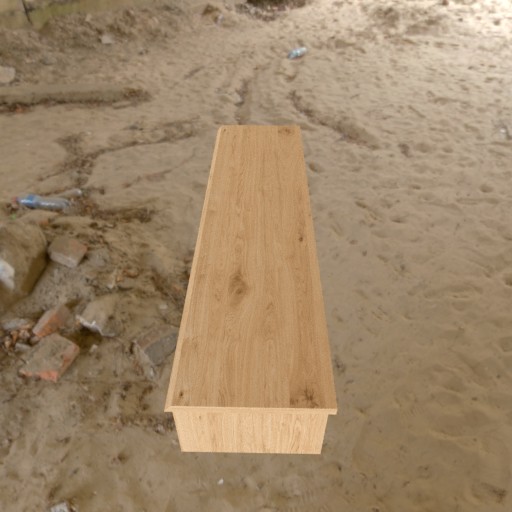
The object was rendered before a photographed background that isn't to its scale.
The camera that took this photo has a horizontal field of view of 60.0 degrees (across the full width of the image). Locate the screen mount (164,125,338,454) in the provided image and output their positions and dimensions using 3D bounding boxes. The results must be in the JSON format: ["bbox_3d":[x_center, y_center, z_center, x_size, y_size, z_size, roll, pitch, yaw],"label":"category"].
[{"bbox_3d":[0.000,0.000,1.923,0.450,0.430,1.700,1,41,1],"label":"screen mount"}]
